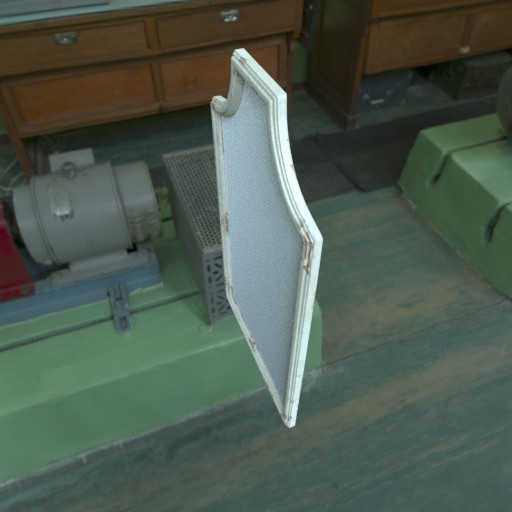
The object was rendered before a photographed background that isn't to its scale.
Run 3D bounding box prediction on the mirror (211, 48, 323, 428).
[{"bbox_3d":[0.000,0.000,0.848,0.022,0.717,0.403,-17,49,-15],"label":"mirror"}]
